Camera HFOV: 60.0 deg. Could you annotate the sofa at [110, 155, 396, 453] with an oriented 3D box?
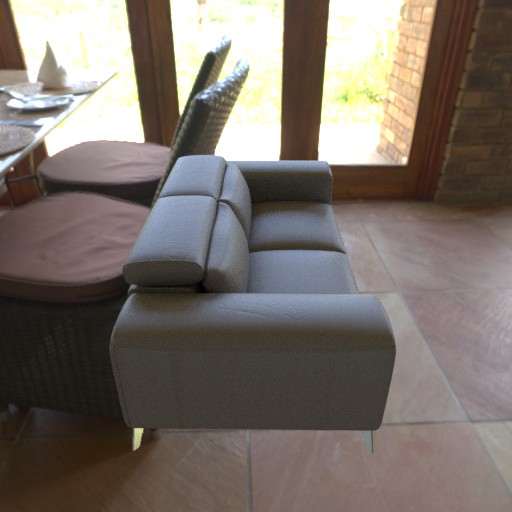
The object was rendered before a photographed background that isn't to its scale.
[{"bbox_3d":[0.000,0.000,2.432,1.024,0.753,1.930,0,31,1],"label":"sofa"}]
